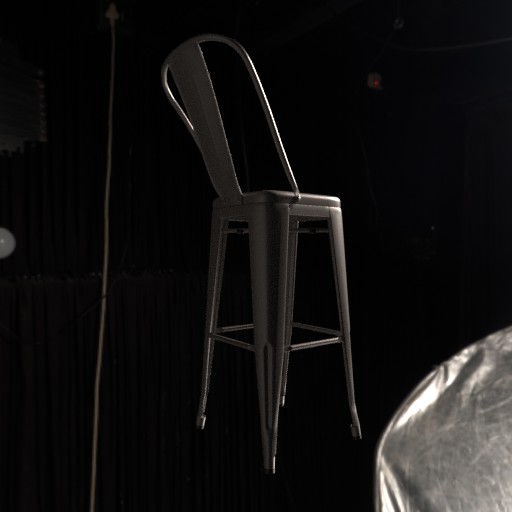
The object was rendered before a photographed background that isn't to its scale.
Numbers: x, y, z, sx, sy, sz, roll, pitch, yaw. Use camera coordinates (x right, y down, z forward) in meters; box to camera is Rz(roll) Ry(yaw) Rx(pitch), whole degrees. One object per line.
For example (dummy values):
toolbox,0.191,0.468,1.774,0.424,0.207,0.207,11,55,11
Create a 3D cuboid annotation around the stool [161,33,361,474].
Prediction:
stool,0.000,0.000,1.311,0.513,1.096,0.399,-1,1,-37
